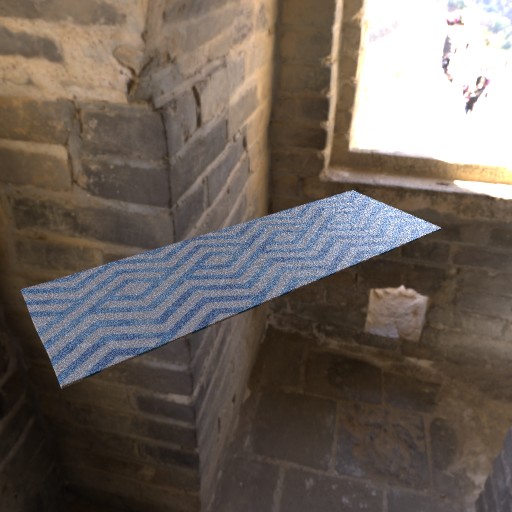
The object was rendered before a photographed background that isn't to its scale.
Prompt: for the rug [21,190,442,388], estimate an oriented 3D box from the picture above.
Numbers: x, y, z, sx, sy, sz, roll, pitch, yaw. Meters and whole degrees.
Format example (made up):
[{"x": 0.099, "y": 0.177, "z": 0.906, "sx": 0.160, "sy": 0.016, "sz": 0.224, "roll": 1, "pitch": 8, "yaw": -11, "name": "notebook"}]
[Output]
[{"x": 0.000, "y": 0.000, "z": 1.611, "sx": 1.492, "sy": 0.007, "sz": 0.503, "roll": -19, "pitch": 35, "yaw": -30, "name": "rug"}]
